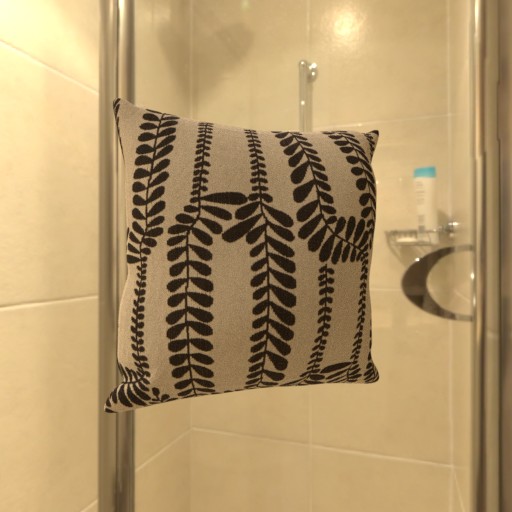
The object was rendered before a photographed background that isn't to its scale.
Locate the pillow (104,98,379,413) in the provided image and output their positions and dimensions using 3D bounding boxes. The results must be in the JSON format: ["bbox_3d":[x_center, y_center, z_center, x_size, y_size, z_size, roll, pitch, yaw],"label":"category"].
[{"bbox_3d":[0.000,0.000,0.679,0.440,0.441,0.182,0,-1,-18],"label":"pillow"}]
